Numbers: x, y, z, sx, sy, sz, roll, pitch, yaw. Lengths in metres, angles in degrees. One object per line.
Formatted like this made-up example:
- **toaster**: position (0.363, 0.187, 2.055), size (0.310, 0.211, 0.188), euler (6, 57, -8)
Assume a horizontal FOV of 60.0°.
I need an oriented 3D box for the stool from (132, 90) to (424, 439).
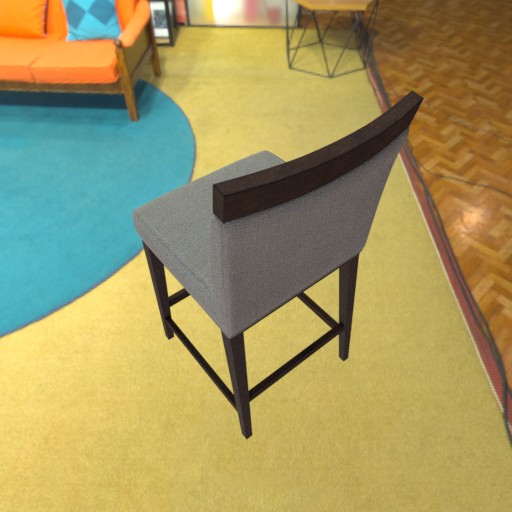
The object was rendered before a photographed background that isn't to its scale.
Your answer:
- **stool**: position (0.000, 0.000, 1.289), size (0.512, 1.009, 0.531), euler (-30, 54, -25)
